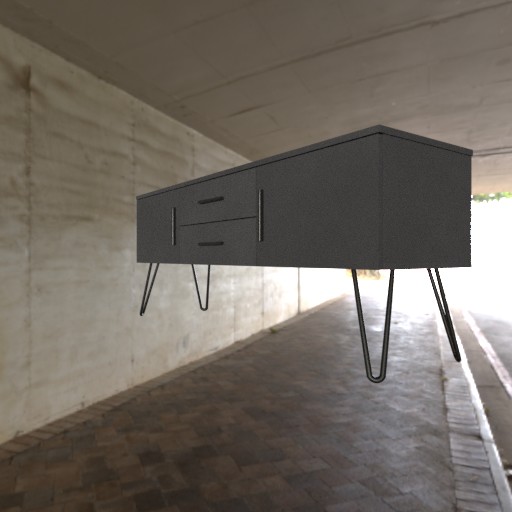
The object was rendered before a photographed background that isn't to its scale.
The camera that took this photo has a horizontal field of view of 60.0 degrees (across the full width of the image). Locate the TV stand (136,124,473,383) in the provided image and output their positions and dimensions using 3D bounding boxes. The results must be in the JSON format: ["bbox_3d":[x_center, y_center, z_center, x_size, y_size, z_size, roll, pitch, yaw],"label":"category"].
[{"bbox_3d":[0.000,0.000,1.620,0.400,0.560,1.400,0,0,-36],"label":"TV stand"}]
